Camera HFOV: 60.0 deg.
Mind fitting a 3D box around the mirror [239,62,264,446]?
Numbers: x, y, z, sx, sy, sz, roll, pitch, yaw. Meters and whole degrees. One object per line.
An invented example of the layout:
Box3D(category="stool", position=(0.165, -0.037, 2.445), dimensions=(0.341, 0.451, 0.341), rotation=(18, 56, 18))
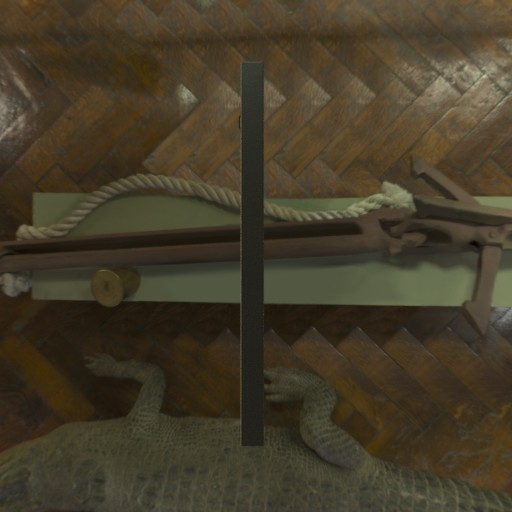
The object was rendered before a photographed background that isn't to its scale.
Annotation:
Box3D(category="mirror", position=(0.000, 0.000, 1.159), dimensions=(0.041, 0.915, 0.609), rotation=(0, 89, 1))
